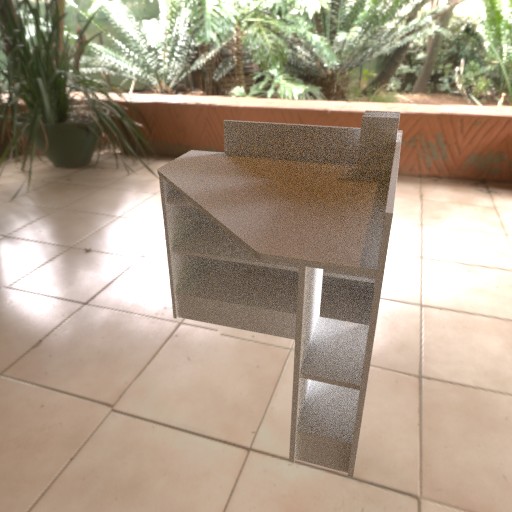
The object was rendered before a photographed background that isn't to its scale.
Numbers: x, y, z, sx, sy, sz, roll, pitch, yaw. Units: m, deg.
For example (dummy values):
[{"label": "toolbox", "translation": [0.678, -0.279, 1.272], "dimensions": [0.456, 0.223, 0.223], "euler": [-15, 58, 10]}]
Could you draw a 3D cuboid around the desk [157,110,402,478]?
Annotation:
[{"label": "desk", "translation": [0.000, 0.000, 1.701], "dimensions": [0.940, 0.986, 0.940], "euler": [8, 28, 16]}]
